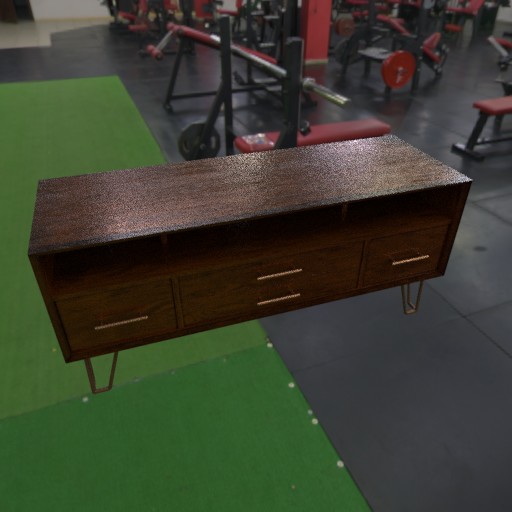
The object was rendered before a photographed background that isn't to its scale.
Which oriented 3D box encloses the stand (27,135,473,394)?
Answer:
[{"bbox_3d":[0.000,0.000,1.649,1.372,0.610,0.481,-11,36,-15],"label":"stand"}]
